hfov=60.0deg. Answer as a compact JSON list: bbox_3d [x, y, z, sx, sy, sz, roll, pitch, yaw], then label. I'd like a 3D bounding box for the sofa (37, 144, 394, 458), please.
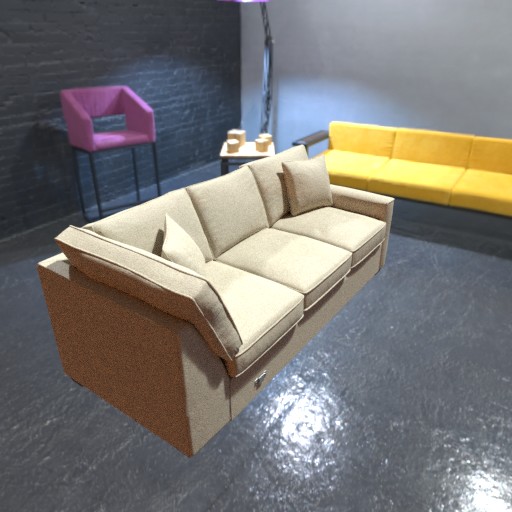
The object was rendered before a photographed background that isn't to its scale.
[{"bbox_3d":[0.000,0.000,2.885,1.053,0.948,2.323,18,33,31],"label":"sofa"}]
